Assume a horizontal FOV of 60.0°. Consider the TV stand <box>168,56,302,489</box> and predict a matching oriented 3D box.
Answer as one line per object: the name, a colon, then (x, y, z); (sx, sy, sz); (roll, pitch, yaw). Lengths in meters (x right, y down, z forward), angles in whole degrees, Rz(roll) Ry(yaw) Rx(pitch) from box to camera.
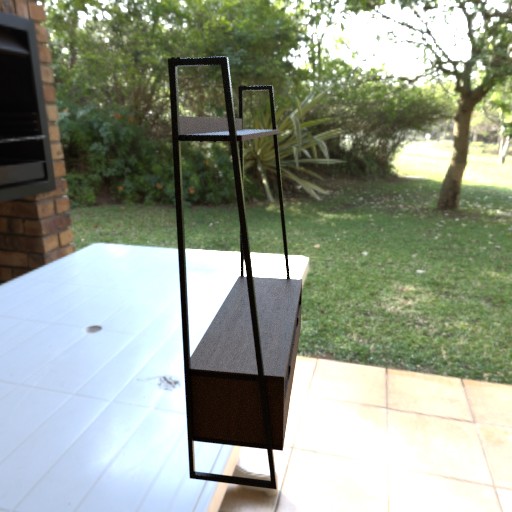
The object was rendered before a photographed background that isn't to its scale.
TV stand: (0.000, 0.000, 2.330); (0.432, 1.772, 1.250); (3, 17, 9)
